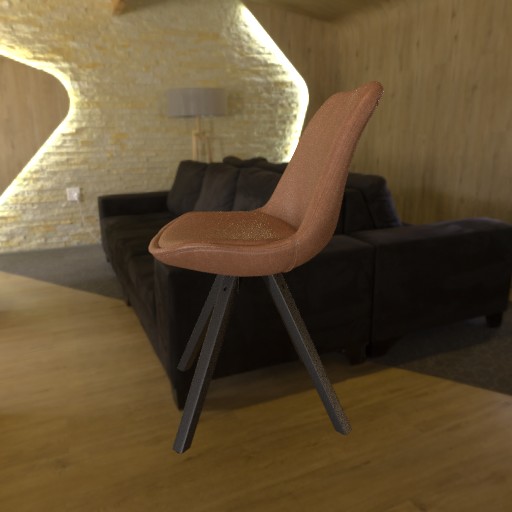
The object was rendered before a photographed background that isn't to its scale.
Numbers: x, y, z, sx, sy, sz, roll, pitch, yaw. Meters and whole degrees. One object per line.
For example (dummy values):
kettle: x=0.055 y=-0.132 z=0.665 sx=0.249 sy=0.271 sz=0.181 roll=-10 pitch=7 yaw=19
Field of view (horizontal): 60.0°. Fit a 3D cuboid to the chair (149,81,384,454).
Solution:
chair: x=0.000 y=0.000 z=1.178 sx=0.550 sy=0.850 sz=0.475 roll=-2 pitch=15 yaw=-8
